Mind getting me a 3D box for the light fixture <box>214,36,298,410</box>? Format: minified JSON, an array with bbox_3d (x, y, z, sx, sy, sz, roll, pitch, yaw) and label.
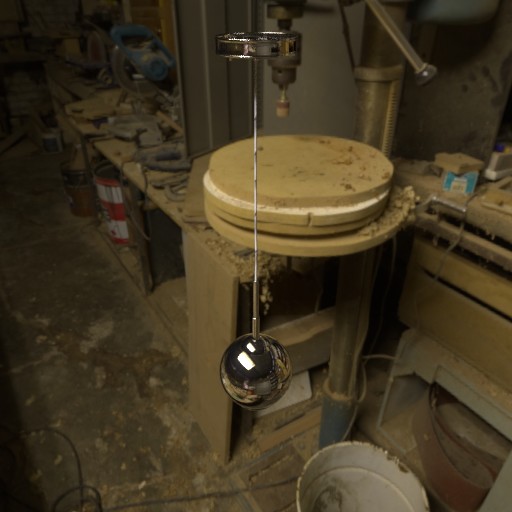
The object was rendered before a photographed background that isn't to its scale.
[{"bbox_3d":[0.000,0.000,1.723,0.336,1.538,0.336,-18,36,-27],"label":"light fixture"}]
